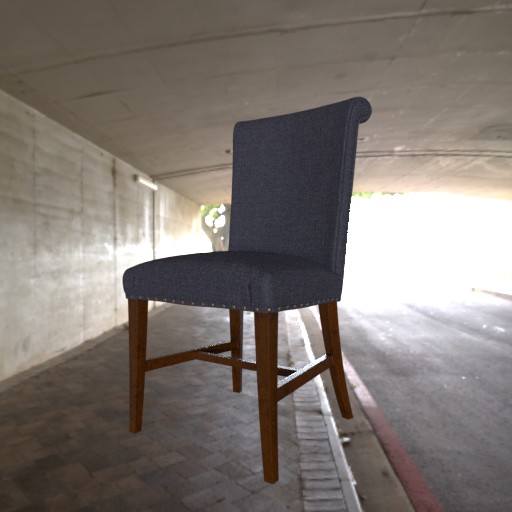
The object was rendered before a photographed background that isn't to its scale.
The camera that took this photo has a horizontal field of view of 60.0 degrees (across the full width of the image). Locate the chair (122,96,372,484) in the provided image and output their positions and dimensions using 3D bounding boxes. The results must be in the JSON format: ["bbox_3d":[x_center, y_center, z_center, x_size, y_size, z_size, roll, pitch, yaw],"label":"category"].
[{"bbox_3d":[0.000,0.000,1.330,0.513,0.988,0.608,1,1,35],"label":"chair"}]
